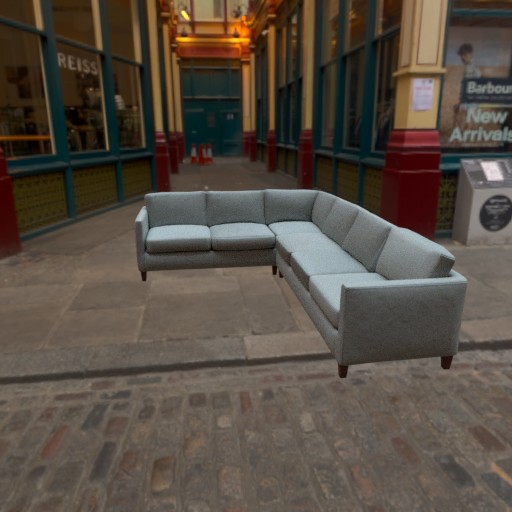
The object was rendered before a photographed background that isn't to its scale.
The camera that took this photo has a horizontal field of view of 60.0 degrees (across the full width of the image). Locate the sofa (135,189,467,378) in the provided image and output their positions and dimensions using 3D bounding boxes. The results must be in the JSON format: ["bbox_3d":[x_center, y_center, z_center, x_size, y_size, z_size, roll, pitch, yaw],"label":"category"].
[{"bbox_3d":[0.000,0.000,4.513,2.592,0.947,3.301,-2,17,-8],"label":"sofa"}]
